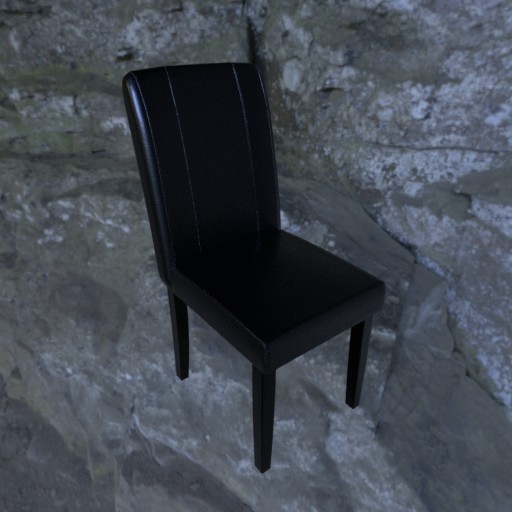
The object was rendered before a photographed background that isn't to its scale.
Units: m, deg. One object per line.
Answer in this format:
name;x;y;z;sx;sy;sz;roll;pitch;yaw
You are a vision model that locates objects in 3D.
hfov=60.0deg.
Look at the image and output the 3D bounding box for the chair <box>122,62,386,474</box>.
chair;0.000;0.000;1.168;0.399;0.897;0.556;-20;34;-33
